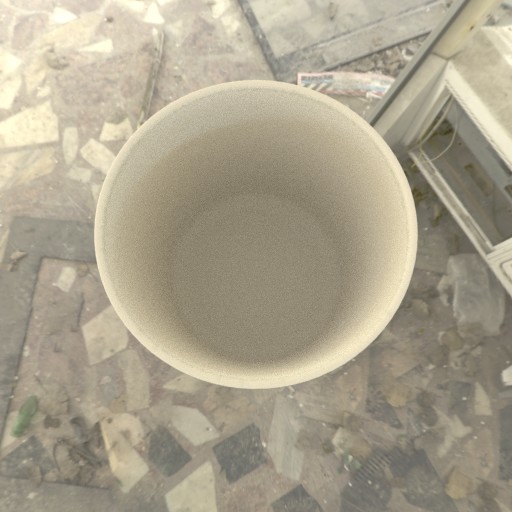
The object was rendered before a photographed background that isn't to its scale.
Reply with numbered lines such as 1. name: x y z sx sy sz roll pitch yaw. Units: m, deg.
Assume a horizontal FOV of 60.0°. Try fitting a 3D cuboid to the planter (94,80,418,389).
1. planter: 0.000 0.000 0.796 0.440 0.398 0.440 0 76 0
